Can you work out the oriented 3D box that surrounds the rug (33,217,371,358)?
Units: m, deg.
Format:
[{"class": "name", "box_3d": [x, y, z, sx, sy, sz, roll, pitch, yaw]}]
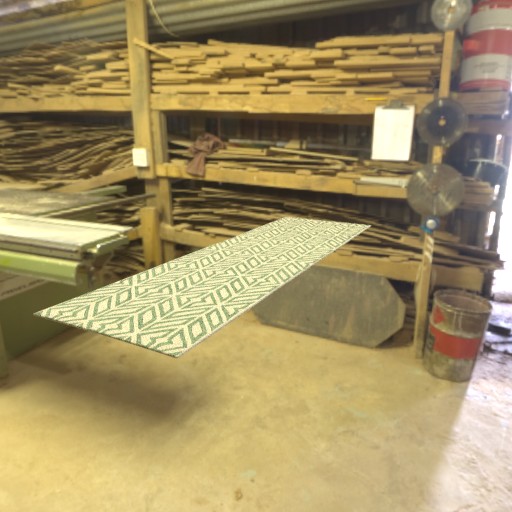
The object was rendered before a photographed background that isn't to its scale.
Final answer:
[{"class": "rug", "box_3d": [0.000, 0.000, 2.673, 0.750, 0.009, 2.435, 9, 18, 28]}]
